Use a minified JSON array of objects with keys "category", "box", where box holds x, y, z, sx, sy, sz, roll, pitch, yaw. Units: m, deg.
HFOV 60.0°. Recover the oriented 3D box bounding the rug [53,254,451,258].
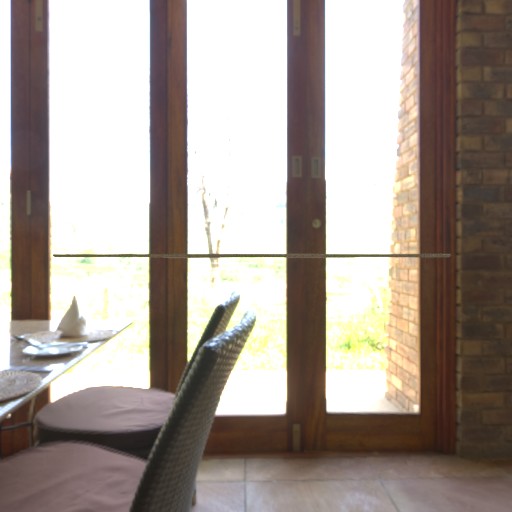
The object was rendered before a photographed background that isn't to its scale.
[{"category":"rug","box":[0.000,0.000,3.672,2.032,0.038,2.869,0,0,1]}]
